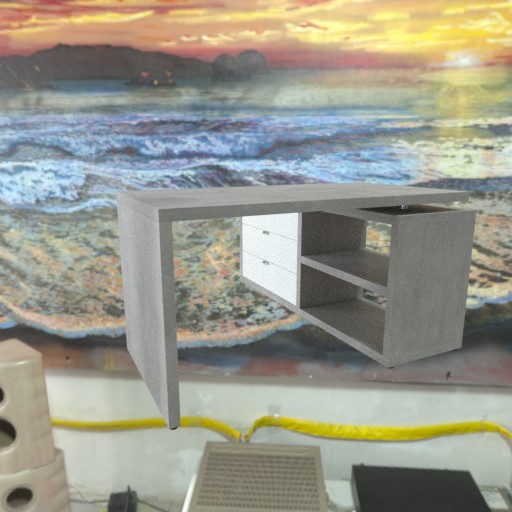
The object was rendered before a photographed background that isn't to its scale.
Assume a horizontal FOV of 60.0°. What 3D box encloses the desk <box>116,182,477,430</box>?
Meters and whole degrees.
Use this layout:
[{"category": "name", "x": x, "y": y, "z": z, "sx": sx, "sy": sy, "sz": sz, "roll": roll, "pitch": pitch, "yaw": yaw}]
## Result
[{"category": "desk", "x": 0.000, "y": 0.000, "z": 2.342, "sx": 1.400, "sy": 0.740, "sz": 1.500, "roll": -7, "pitch": 15, "yaw": -26}]
